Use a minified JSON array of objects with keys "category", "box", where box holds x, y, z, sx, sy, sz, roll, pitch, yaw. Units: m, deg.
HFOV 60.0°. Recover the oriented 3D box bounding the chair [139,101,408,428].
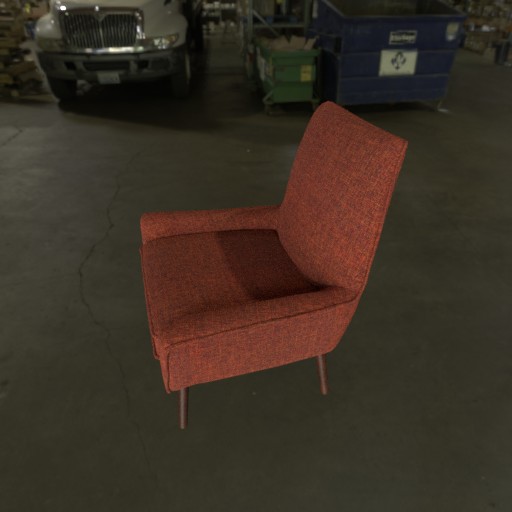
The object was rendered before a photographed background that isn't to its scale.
[{"category":"chair","box":[0.000,0.000,1.547,0.784,0.911,0.803,-9,33,-14]}]
